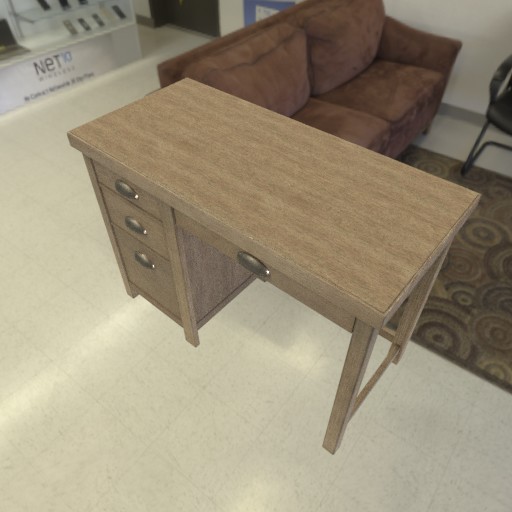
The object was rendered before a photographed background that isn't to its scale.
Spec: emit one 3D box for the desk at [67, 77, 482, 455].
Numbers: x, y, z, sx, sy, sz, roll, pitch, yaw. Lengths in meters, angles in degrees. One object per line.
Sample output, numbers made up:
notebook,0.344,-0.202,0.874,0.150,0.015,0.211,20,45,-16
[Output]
desk,0.000,0.000,1.799,1.289,0.912,0.610,31,53,27
